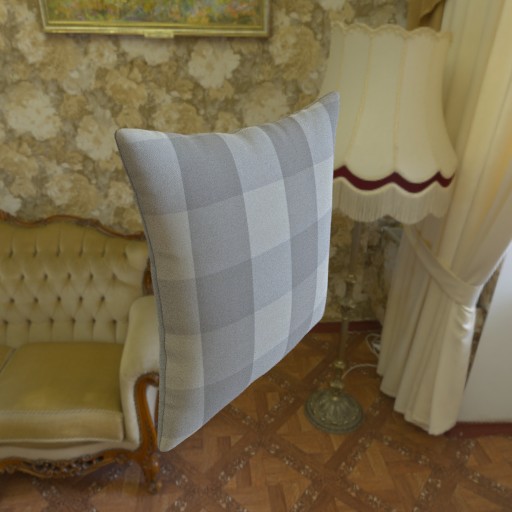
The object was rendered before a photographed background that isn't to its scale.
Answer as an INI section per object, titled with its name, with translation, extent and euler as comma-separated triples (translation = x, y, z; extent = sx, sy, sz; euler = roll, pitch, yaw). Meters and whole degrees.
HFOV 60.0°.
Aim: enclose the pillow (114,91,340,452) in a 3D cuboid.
[pillow]
translation = 0.000, 0.000, 0.782
extent = 0.161, 0.509, 0.511
euler = 19, 32, 33
